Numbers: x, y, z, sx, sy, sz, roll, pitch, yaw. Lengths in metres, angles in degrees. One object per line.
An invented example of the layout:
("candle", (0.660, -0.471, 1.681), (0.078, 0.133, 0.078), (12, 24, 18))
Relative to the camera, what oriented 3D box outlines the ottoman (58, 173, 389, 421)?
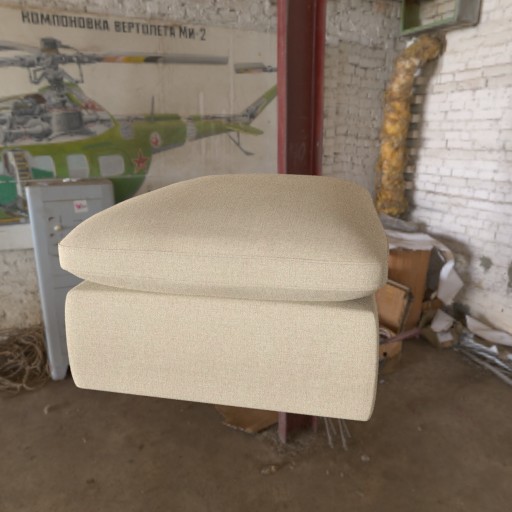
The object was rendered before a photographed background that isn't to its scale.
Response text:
("ottoman", (0.000, 0.000, 1.323), (0.686, 0.453, 0.984), (3, 16, 11))
